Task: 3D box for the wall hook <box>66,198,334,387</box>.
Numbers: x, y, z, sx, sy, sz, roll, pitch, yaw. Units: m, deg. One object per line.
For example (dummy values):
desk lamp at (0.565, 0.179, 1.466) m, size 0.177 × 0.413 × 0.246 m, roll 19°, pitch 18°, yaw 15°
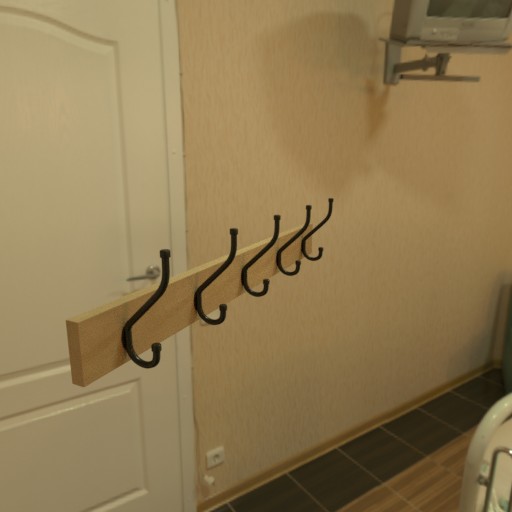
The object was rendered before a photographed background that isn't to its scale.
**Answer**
wall hook at (0.000, 0.000, 0.606) m, size 0.071 × 0.117 × 0.571 m, roll 7°, pitch 15°, yaw 26°
